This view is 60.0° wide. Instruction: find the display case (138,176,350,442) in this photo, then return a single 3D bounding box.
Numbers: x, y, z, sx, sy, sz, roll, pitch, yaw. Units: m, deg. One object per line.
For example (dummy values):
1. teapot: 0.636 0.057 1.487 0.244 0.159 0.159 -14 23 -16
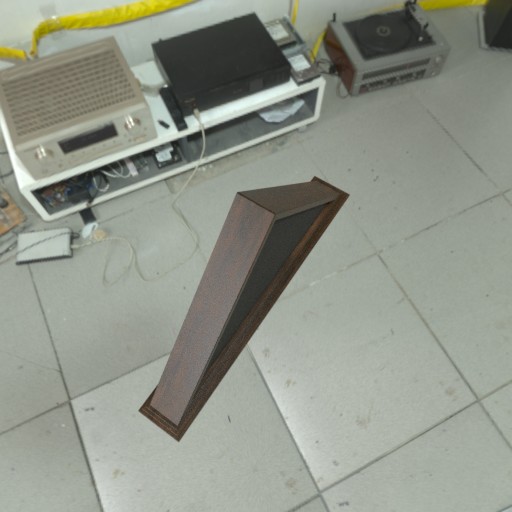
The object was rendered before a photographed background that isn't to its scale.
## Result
1. display case: 0.000 0.000 0.776 0.095 0.340 0.640 31 68 14
